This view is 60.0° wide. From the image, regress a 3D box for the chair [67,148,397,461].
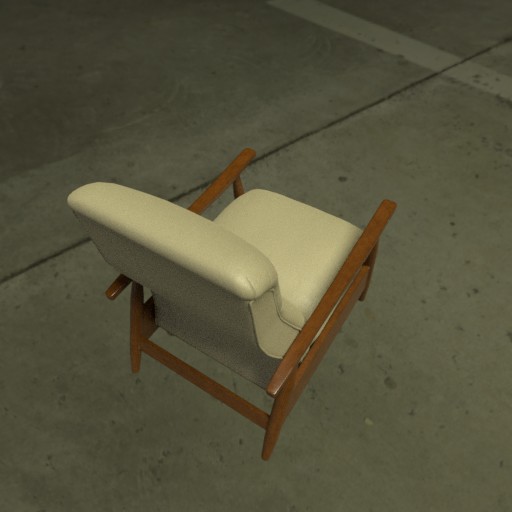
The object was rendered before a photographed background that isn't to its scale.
[{"bbox_3d":[0.000,0.000,1.766,0.762,1.082,1.014,25,52,22],"label":"chair"}]
